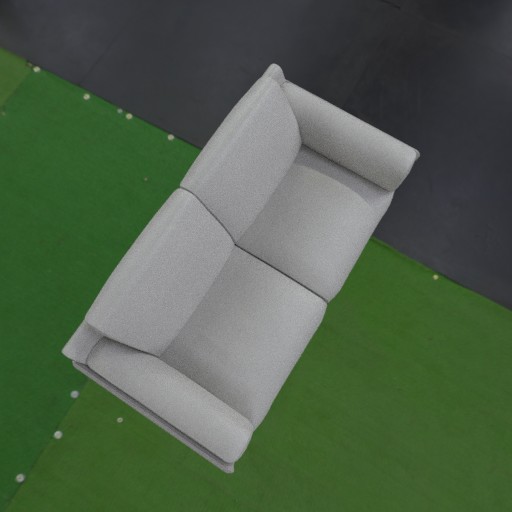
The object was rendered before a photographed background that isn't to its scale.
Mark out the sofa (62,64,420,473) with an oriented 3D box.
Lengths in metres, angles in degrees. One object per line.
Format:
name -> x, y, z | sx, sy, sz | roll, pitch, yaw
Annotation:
sofa -> 0.000, 0.000, 2.605 | 1.049, 0.930, 2.101 | 31, 77, 8
